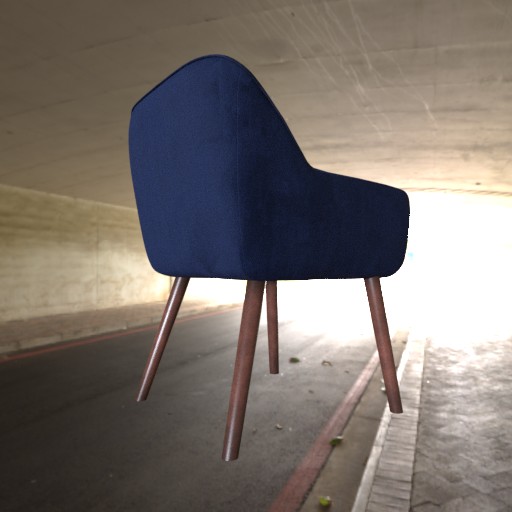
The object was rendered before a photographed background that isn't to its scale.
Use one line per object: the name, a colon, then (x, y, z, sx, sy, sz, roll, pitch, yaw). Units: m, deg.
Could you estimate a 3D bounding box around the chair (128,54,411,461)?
chair: (0.000, 0.000, 1.224, 0.600, 0.820, 0.600, 1, -2, -36)
